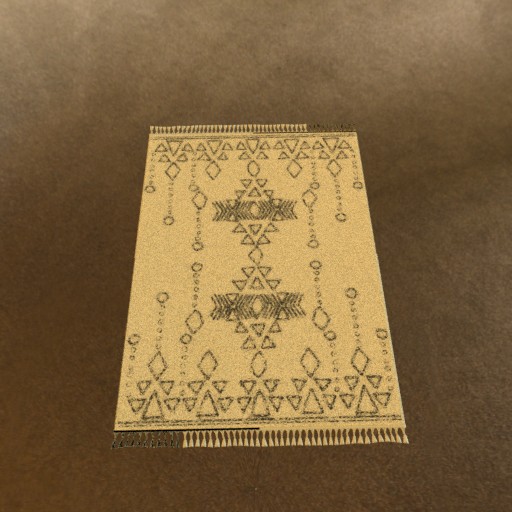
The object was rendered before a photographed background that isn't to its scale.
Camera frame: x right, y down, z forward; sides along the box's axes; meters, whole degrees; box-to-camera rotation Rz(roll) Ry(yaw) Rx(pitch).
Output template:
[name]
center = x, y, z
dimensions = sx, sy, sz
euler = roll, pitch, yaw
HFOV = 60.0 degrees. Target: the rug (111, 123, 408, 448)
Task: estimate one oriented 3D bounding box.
[rug]
center = 0.000, 0.000, 2.920
dimensions = 1.600, 0.013, 2.312
euler = -1, 62, -1
